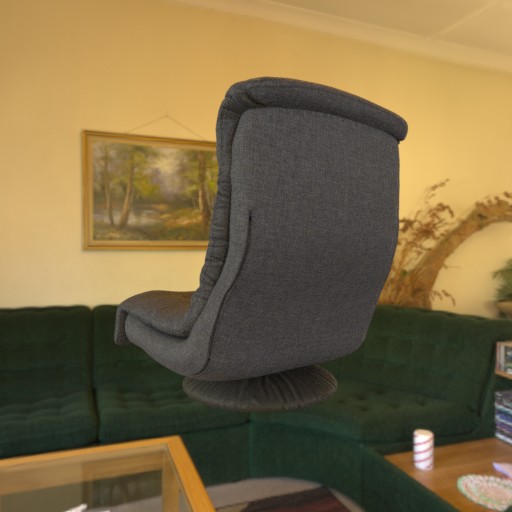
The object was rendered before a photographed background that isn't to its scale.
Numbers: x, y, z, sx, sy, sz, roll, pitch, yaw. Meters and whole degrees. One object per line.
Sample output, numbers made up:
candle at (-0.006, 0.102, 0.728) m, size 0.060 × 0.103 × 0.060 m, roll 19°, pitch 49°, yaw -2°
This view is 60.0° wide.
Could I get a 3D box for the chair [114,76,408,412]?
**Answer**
chair at (0.000, 0.000, 1.243) m, size 0.597 × 0.749 × 0.668 m, roll 0°, pitch 1°, yaw -38°
